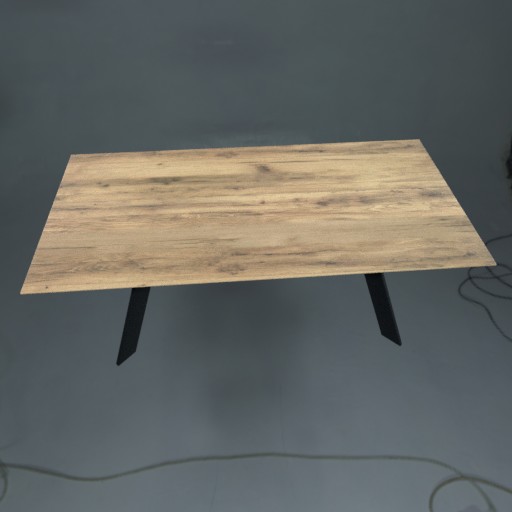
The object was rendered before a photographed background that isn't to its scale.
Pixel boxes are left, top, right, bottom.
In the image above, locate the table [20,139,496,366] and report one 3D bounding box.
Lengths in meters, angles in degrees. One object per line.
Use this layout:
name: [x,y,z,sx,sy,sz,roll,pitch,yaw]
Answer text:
table: [0.000,0.000,2.476,2.000,0.770,1.000,-3,46,-3]
